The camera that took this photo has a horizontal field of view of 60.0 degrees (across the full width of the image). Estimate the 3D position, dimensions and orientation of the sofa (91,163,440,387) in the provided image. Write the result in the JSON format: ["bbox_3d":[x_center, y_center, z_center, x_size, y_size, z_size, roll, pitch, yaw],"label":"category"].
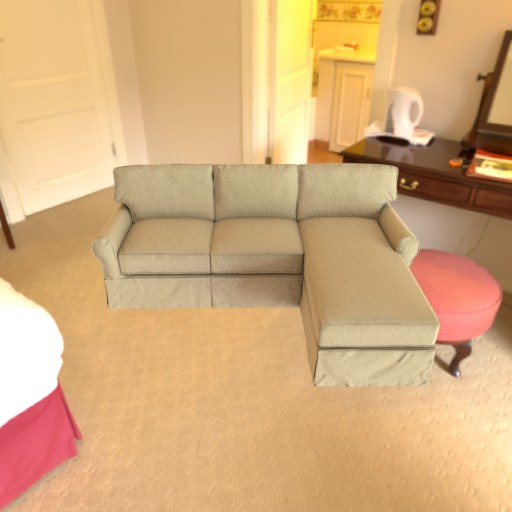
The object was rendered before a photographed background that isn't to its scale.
[{"bbox_3d":[0.000,0.000,3.355,2.475,0.978,1.733,0,30,0],"label":"sofa"}]
